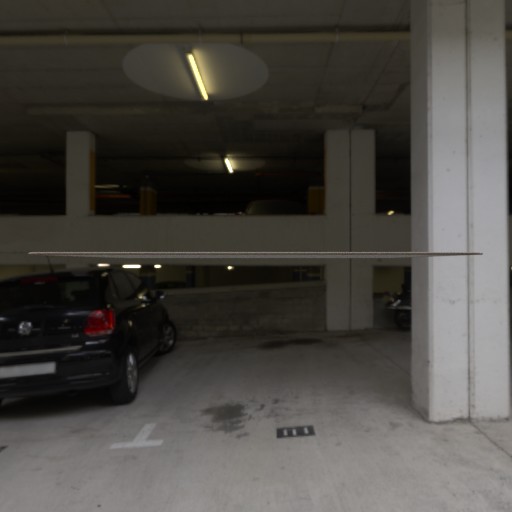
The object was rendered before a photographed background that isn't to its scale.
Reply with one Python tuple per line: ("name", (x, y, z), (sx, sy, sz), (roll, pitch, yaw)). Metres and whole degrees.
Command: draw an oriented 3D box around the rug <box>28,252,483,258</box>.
("rug", (0.000, 0.000, 2.800), (2.115, 0.013, 1.517), (0, -1, 1))
